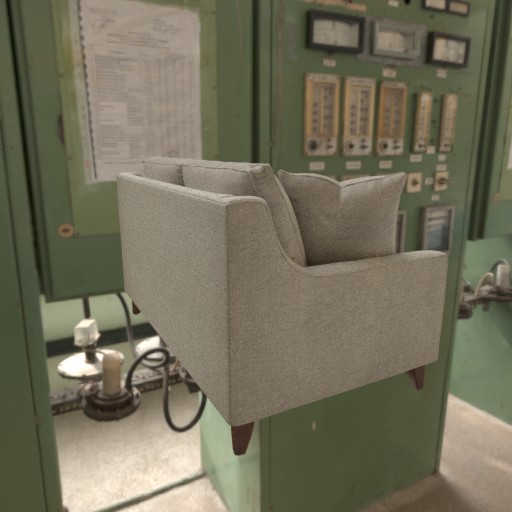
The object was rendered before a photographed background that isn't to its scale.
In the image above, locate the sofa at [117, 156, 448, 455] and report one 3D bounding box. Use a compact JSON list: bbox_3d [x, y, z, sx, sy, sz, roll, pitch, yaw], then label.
[{"bbox_3d":[0.000,0.000,1.999,0.915,0.863,1.422,-7,16,-27],"label":"sofa"}]
